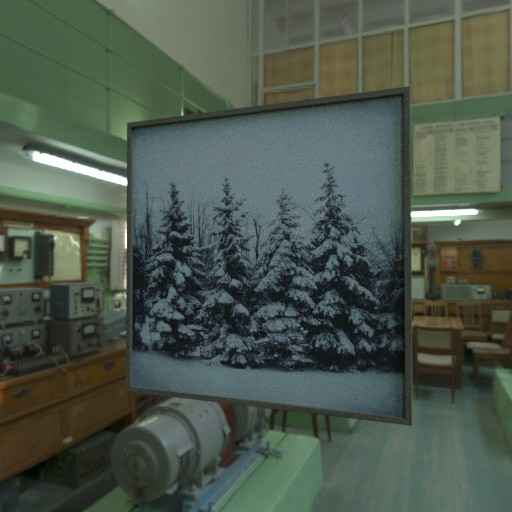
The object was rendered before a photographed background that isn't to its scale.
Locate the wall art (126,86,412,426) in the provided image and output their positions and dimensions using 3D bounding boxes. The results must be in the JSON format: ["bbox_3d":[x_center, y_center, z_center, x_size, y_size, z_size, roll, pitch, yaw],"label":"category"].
[{"bbox_3d":[0.000,0.000,0.767,0.507,0.507,0.037,0,-1,20],"label":"wall art"}]
